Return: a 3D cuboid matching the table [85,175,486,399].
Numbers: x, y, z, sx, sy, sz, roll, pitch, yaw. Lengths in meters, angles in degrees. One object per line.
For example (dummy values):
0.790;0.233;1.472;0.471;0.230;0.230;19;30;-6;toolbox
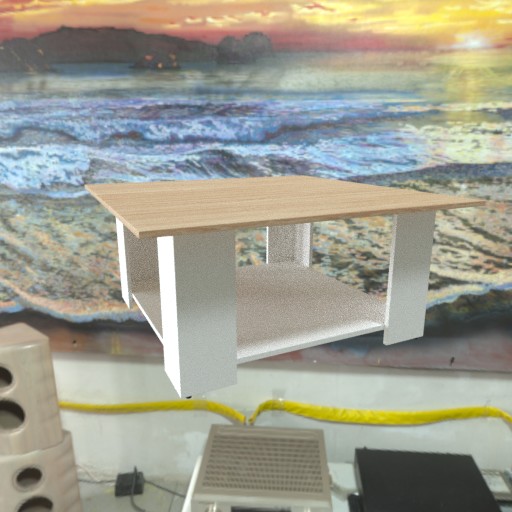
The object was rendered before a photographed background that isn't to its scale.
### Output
0.000;0.000;1.050;0.670;0.305;0.670;-7;17;-25;table
